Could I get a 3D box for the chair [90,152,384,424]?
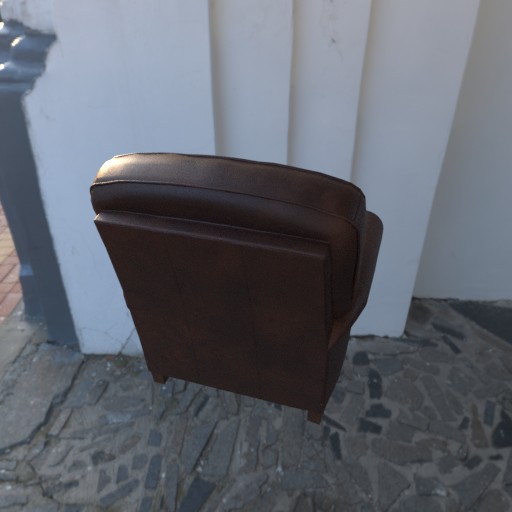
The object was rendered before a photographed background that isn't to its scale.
[{"bbox_3d":[0.000,0.000,1.765,0.936,1.018,0.986,9,32,15],"label":"chair"}]
